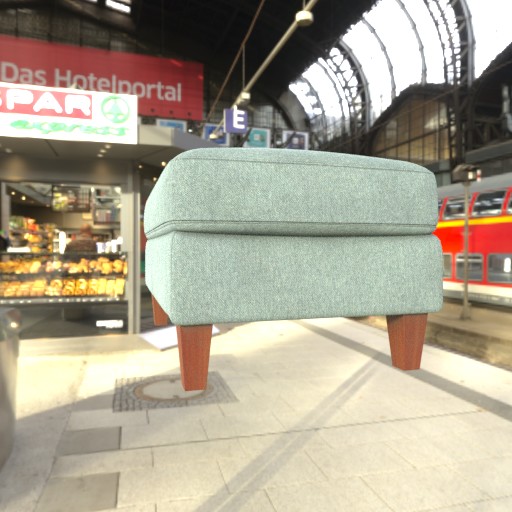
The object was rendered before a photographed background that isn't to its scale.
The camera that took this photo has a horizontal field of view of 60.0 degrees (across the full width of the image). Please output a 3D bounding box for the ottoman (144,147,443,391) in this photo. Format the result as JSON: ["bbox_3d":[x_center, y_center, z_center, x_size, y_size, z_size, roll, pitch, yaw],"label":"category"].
[{"bbox_3d":[0.000,0.000,1.251,0.584,0.483,0.864,0,1,-17],"label":"ottoman"}]
